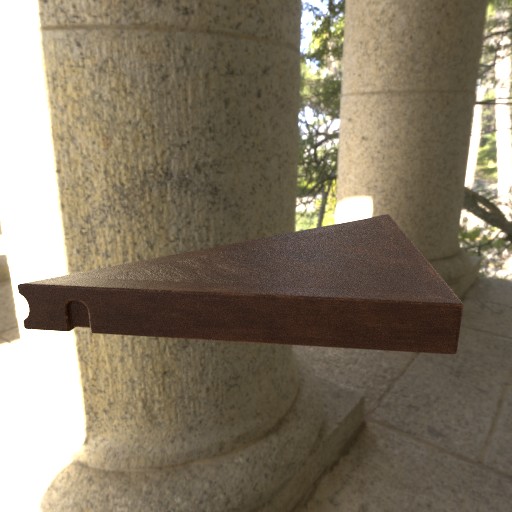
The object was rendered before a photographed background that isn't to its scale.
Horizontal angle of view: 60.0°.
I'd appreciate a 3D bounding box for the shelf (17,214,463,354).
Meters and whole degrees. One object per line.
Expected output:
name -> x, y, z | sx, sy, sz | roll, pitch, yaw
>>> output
shelf -> 0.000, 0.000, 0.435 | 0.296, 0.035, 0.296 | 2, 16, 7
